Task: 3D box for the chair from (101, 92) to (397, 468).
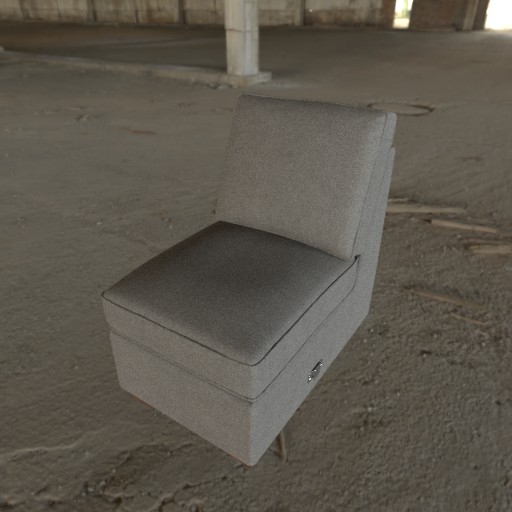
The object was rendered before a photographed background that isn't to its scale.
[{"bbox_3d":[0.000,0.000,1.571,0.621,0.970,0.938,19,35,29],"label":"chair"}]
